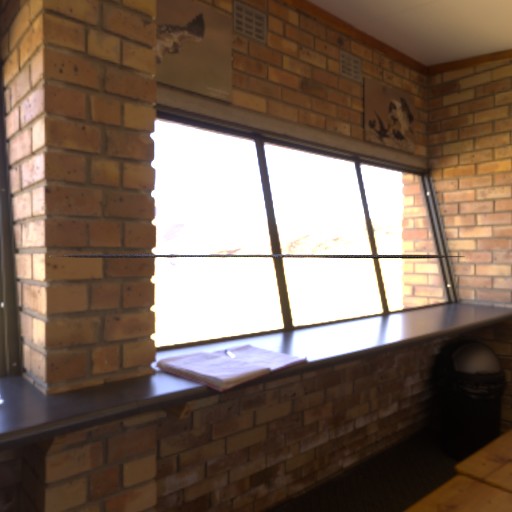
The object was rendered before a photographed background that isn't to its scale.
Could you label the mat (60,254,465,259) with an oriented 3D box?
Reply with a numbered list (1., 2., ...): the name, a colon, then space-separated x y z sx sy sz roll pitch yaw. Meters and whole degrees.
1. mat: 0.000 0.000 1.840 1.524 0.013 0.913 0 0 17
